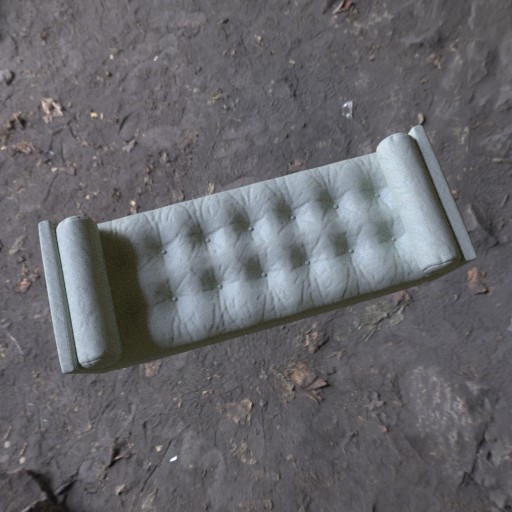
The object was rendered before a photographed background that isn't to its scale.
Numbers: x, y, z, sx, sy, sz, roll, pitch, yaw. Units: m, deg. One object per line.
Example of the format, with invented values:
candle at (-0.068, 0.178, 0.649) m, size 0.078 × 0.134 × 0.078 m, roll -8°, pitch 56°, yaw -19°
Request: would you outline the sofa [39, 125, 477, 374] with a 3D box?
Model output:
sofa at (0.000, 0.000, 2.495) m, size 2.102 × 0.705 × 0.796 m, roll -15°, pitch 76°, yaw -4°
